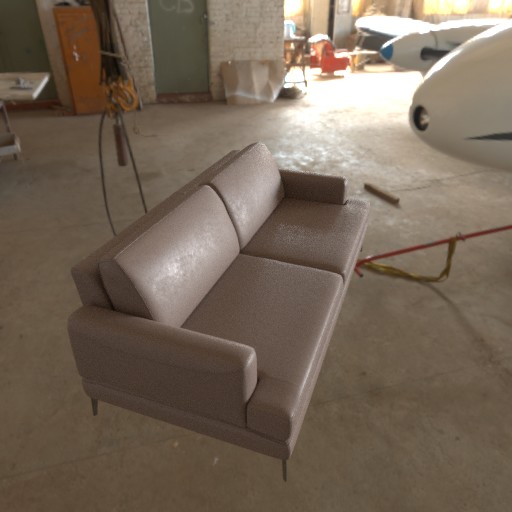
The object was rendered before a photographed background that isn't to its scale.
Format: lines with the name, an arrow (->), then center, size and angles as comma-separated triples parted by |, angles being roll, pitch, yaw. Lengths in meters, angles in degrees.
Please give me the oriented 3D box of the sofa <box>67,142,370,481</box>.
sofa -> 0.000, 0.000, 2.389 | 0.974, 0.765, 1.940 | 11, 32, 17
